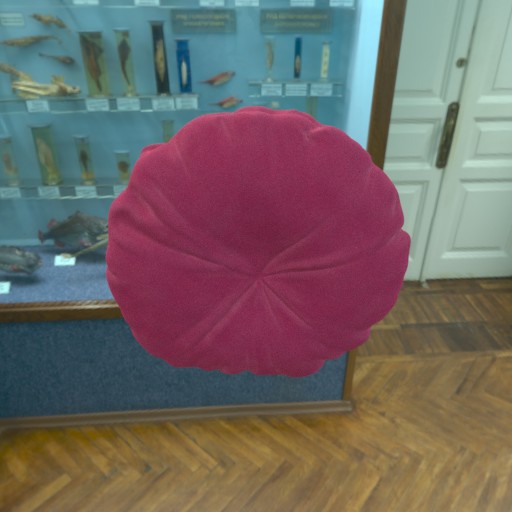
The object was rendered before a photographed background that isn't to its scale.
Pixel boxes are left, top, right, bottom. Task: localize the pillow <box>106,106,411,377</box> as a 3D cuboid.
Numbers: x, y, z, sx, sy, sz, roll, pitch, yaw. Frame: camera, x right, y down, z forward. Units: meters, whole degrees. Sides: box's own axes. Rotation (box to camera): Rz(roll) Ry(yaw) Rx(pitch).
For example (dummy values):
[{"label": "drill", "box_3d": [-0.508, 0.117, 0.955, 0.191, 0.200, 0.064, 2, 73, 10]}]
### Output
[{"label": "pillow", "box_3d": [0.000, 0.000, 0.631, 0.428, 0.407, 0.148, -1, 29, -2]}]
